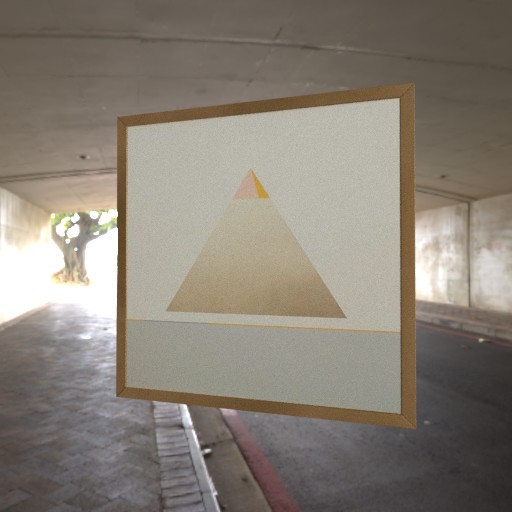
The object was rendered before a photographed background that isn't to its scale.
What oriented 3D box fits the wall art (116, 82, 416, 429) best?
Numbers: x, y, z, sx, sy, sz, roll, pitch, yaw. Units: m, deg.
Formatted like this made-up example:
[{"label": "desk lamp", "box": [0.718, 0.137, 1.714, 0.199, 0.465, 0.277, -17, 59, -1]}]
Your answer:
[{"label": "wall art", "box": [0.000, 0.000, 0.452, 0.305, 0.303, 0.038, 0, -1, 18]}]
